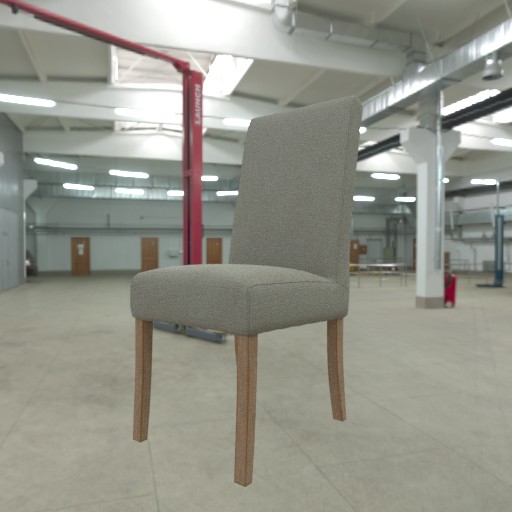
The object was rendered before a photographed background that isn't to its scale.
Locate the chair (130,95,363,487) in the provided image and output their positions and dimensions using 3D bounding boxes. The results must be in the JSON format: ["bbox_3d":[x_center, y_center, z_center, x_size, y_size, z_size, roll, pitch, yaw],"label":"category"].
[{"bbox_3d":[0.000,0.000,1.356,0.450,1.033,0.611,1,1,38],"label":"chair"}]
